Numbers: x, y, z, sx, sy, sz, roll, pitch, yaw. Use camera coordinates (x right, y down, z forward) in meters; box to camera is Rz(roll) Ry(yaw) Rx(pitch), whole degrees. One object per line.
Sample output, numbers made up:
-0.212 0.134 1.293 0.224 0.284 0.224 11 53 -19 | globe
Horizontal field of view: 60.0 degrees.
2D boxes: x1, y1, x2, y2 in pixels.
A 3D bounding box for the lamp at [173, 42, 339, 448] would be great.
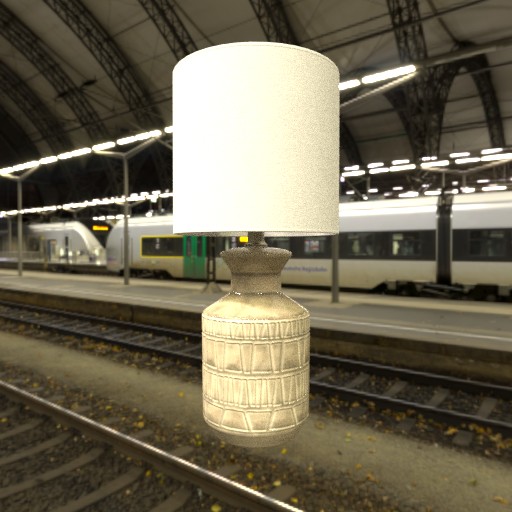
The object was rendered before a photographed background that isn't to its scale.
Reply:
0.000 0.000 0.575 0.211 0.455 0.211 0 1 17 | lamp
